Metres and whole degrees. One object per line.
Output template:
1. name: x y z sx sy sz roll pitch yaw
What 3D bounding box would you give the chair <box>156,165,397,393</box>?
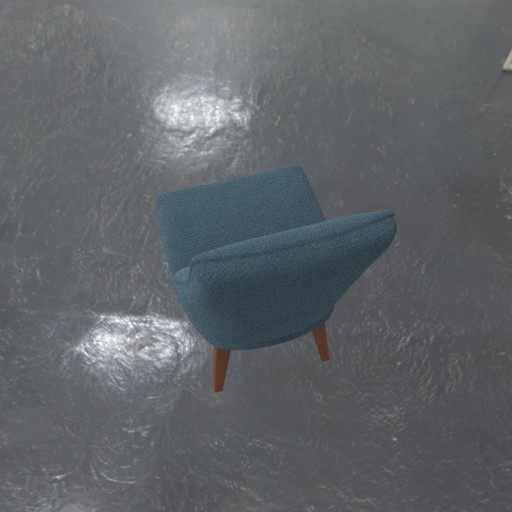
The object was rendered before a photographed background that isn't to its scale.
1. chair: 0.000 0.000 1.278 0.500 0.930 0.620 -14 59 -8
